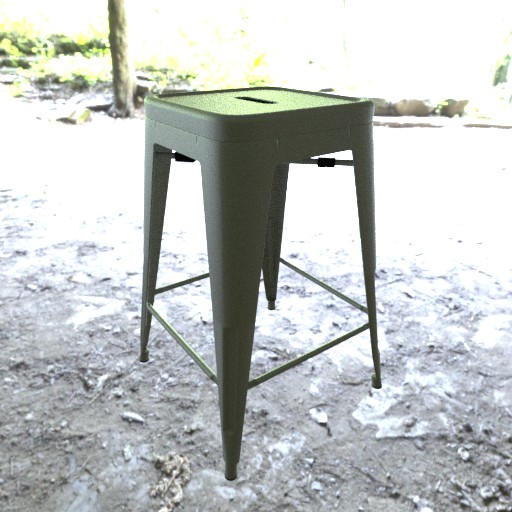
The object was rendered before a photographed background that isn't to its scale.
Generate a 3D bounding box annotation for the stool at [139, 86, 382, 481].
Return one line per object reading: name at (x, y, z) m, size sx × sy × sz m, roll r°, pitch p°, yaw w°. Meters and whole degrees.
stool at (0.000, 0.000, 0.896) m, size 0.410 × 0.608 × 0.410 m, roll -18°, pitch 31°, yaw -31°
